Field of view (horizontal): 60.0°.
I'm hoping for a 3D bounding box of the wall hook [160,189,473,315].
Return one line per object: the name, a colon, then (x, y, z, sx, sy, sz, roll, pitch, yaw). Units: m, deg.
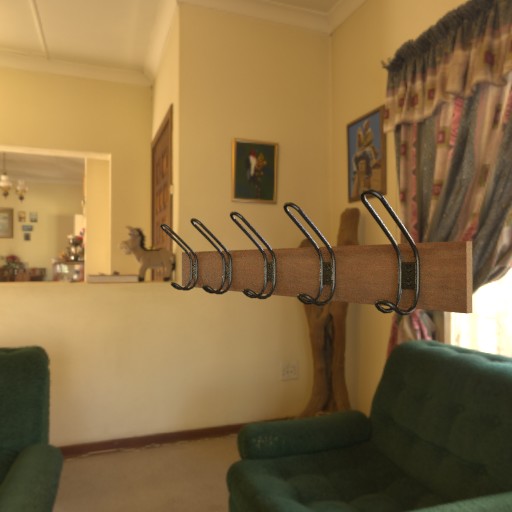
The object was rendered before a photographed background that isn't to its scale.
wall hook: (0.000, 0.000, 0.599, 0.076, 0.116, 0.554, 1, -1, -36)
